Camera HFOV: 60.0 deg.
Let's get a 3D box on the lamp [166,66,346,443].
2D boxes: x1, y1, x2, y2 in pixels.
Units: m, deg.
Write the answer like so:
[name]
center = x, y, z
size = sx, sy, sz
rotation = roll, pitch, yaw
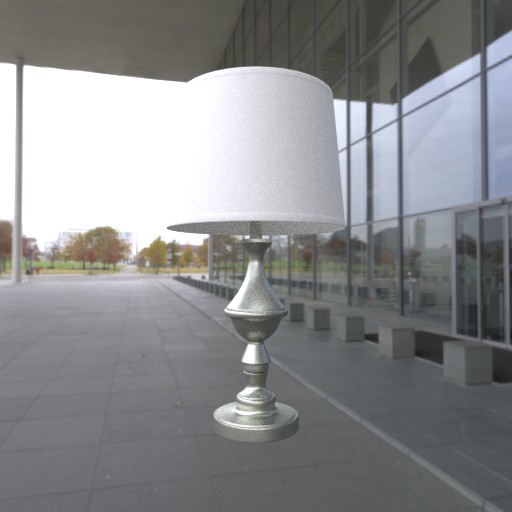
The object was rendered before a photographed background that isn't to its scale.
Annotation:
[lamp]
center = 0.000, 0.000, 0.962
size = 0.383, 0.733, 0.383
rotation = 0, -1, 0
